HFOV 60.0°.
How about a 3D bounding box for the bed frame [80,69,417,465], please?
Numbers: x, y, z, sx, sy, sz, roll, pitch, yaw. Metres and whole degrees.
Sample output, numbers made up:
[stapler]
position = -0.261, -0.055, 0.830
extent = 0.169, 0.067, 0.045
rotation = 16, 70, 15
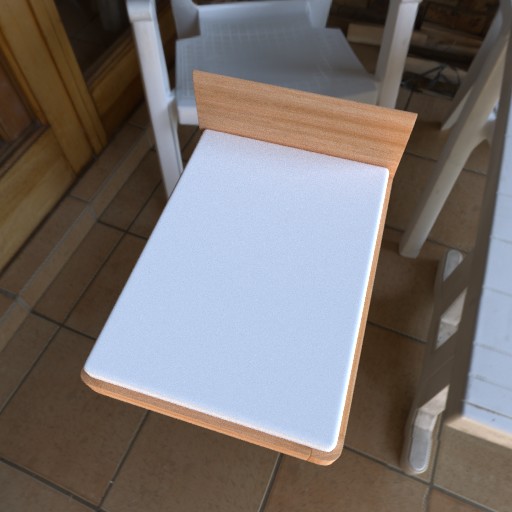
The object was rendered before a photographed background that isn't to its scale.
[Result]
[bed frame]
position = 0.000, 0.000, 2.736
extent = 1.472, 0.940, 1.992
rotation = 14, 60, 9
